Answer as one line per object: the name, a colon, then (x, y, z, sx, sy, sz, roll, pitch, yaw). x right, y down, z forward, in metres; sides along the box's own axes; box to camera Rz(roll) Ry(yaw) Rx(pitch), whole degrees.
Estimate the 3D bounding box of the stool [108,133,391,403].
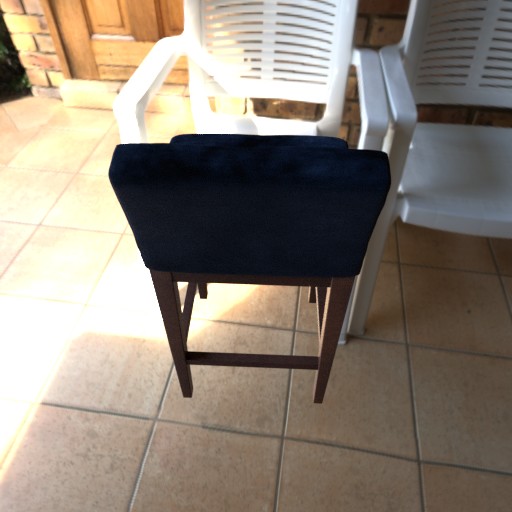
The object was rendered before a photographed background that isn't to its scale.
stool: (0.000, 0.000, 1.264, 0.511, 0.945, 0.516, 2, 46, 2)
